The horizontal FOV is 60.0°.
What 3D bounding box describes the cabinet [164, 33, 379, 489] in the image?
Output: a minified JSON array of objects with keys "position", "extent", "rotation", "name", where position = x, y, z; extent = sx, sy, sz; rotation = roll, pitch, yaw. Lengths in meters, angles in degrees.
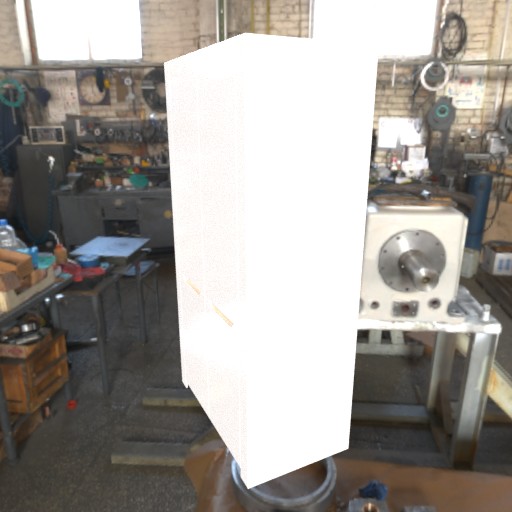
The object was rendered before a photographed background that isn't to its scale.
[{"position":[0.000,0.000,2.310],"extent":[0.580,1.920,0.980],"rotation":[-9,19,-26],"name":"cabinet"}]
